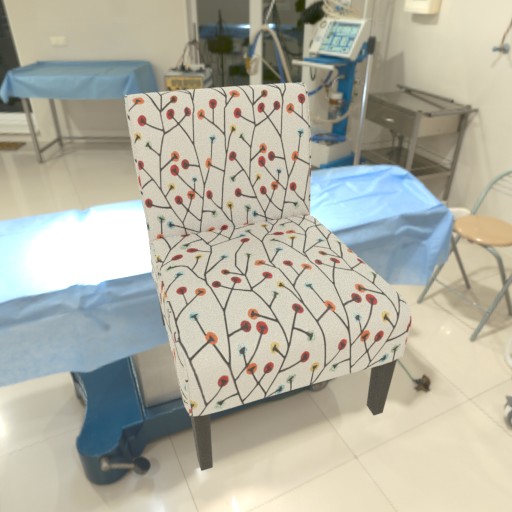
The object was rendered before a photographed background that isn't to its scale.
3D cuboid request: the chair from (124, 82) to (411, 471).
[{"bbox_3d":[0.000,0.000,1.298,0.597,0.813,0.732,-11,34,-16],"label":"chair"}]
